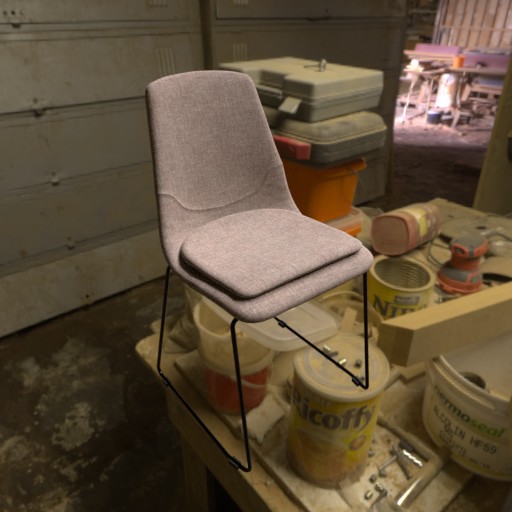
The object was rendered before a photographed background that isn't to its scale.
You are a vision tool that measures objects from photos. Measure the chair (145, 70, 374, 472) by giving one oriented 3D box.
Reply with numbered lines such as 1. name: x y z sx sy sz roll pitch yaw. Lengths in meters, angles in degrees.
1. chair: 0.000 0.000 1.164 0.479 0.858 0.518 -21 35 -32
